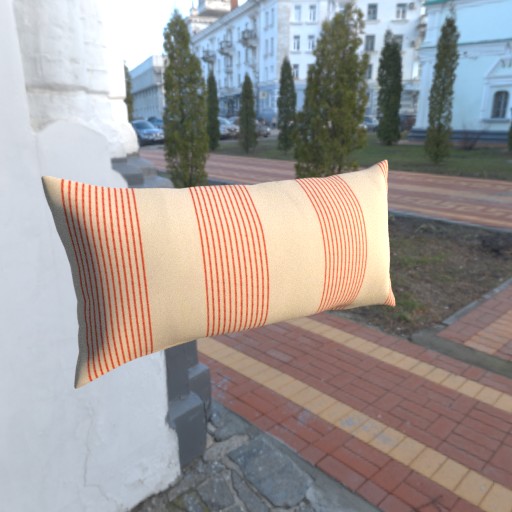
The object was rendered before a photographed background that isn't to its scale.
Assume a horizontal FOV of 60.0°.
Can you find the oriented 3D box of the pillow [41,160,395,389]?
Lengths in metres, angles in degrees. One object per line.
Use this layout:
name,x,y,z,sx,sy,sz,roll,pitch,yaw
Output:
pillow,0.000,0.000,0.737,0.608,0.292,0.156,-9,19,-26
